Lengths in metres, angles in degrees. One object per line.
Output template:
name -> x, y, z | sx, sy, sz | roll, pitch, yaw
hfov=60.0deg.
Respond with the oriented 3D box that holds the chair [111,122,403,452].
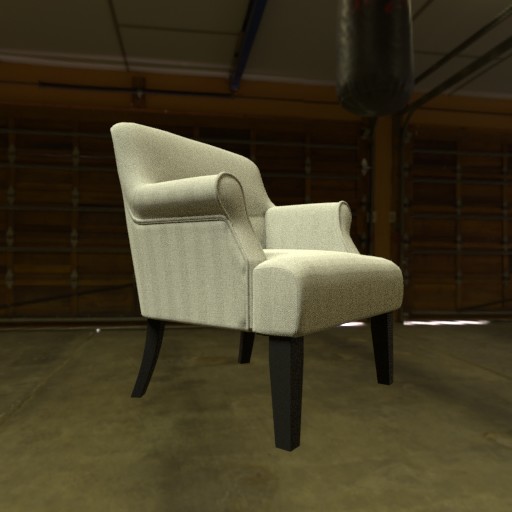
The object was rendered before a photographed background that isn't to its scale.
chair -> 0.000, 0.000, 1.458 | 0.750, 0.875, 0.781 | 0, -1, 36
